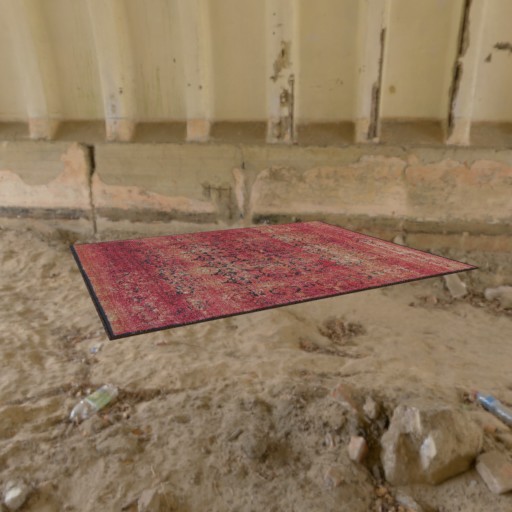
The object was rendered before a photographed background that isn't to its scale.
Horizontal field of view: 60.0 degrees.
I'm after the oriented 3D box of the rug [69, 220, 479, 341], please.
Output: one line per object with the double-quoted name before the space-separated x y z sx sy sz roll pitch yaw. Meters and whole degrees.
"rug" 0.000 0.000 4.120 3.032 0.020 2.411 -8 17 -26
